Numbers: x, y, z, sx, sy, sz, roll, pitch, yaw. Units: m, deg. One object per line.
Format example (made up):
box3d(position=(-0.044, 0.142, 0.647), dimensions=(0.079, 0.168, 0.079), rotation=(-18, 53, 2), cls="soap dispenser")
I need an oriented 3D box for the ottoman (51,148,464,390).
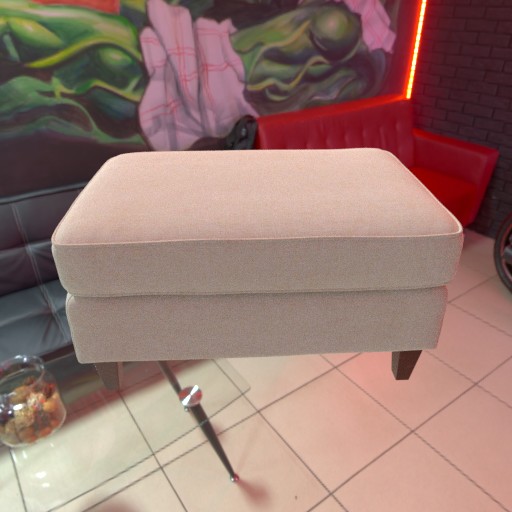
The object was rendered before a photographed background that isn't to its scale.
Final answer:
box3d(position=(0.000, 0.000, 1.221), dimensions=(0.862, 0.484, 0.583), rotation=(-1, 30, -2), cls="ottoman")
